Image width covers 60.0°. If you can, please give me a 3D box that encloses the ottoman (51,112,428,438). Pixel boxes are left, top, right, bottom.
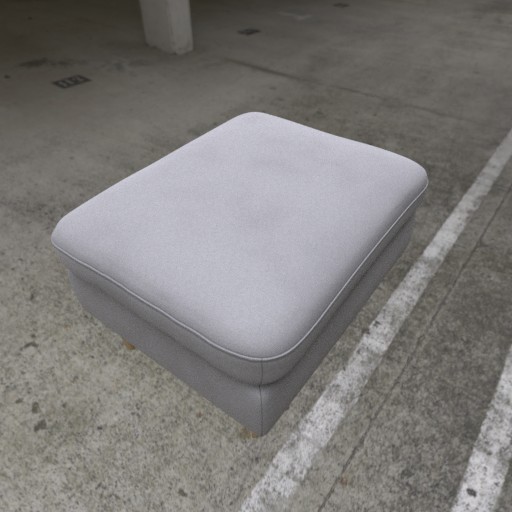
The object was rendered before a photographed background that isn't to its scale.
[{"bbox_3d":[0.000,0.000,1.131,0.593,0.478,0.747,26,49,26],"label":"ottoman"}]
